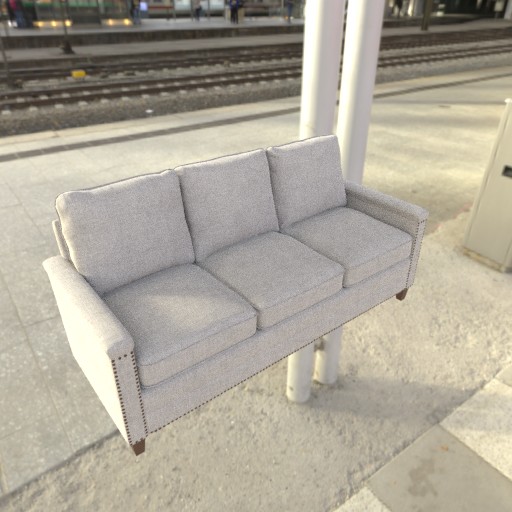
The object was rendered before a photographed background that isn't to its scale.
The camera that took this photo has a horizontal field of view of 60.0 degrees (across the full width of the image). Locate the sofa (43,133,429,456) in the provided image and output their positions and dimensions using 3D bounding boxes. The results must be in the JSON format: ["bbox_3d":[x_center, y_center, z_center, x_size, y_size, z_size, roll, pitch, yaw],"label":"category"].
[{"bbox_3d":[0.000,0.000,2.370,1.925,0.959,0.828,-21,36,-32],"label":"sofa"}]
